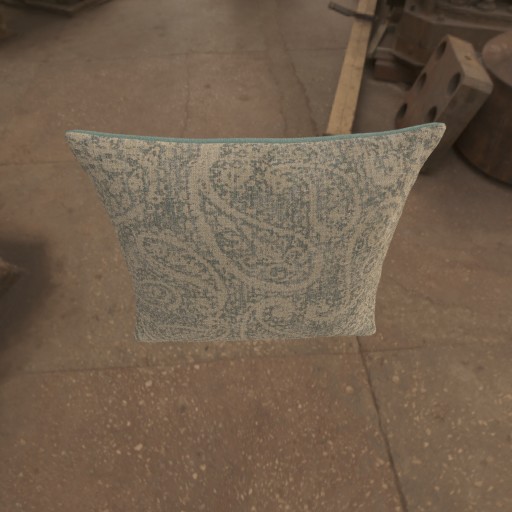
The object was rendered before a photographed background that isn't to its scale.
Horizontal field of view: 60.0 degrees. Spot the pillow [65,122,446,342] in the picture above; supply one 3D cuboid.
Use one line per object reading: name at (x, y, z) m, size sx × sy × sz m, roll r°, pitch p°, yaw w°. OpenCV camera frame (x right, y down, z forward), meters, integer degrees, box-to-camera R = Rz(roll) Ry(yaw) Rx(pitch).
pillow at (0.000, 0.000, 0.787) m, size 0.526 × 0.507 × 0.166 m, roll -1°, pitch 47°, yaw -1°
